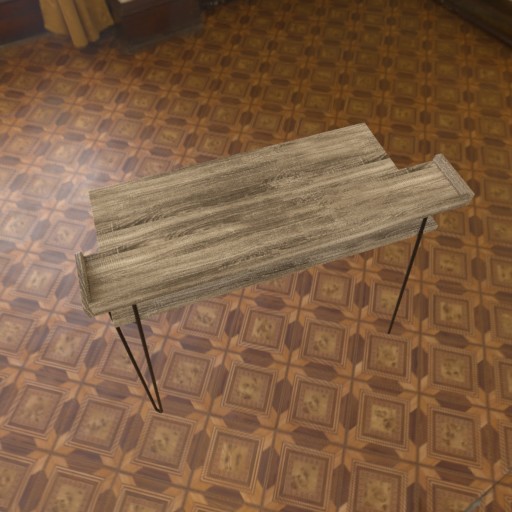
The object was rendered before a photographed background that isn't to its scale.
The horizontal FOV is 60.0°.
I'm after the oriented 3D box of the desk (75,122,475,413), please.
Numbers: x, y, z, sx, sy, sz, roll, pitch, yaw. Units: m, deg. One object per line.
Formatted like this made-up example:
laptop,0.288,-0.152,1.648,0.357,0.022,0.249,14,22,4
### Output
desk,0.000,0.000,1.603,1.135,0.899,0.605,-16,59,-10
